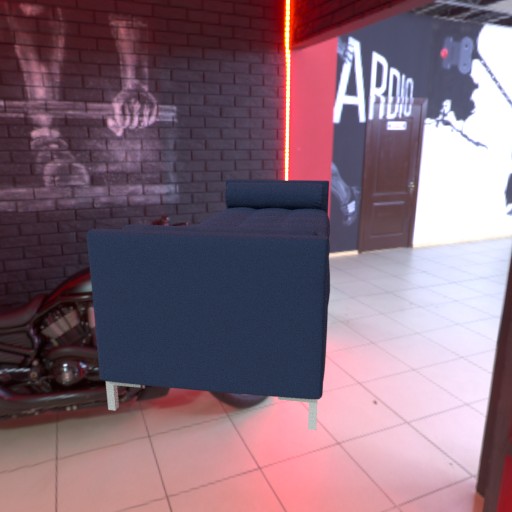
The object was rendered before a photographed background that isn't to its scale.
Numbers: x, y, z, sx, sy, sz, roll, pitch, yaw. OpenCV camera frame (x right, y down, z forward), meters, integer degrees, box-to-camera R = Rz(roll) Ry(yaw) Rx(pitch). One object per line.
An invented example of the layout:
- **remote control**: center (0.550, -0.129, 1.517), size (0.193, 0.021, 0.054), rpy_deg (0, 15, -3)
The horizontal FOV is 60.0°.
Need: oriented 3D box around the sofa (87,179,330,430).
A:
- **sofa**: center (0.000, 0.000, 2.423), size (0.797, 0.657, 2.102), rpy_deg (2, 15, 9)
